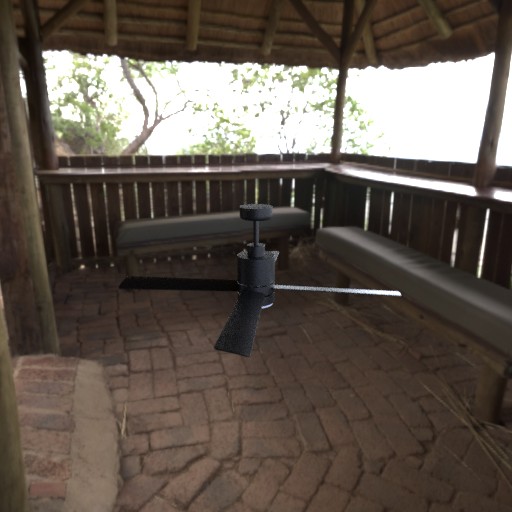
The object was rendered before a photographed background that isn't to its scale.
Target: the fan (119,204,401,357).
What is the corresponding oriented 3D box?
[{"bbox_3d":[0.000,0.000,2.376,1.525,0.534,1.525,2,15,7],"label":"fan"}]
